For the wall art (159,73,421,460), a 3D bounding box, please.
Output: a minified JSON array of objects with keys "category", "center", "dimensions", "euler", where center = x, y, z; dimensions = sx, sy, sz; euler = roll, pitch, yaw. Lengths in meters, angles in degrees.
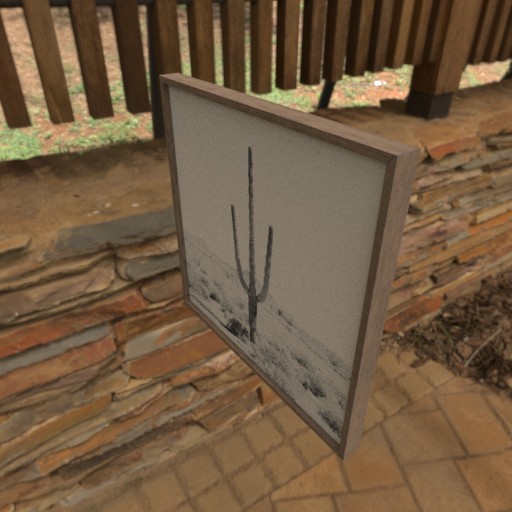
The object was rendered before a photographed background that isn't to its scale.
[{"category":"wall art","center":[0.000,0.000,0.753],"dimensions":[0.038,0.508,0.508],"euler":[-23,39,-31]}]
